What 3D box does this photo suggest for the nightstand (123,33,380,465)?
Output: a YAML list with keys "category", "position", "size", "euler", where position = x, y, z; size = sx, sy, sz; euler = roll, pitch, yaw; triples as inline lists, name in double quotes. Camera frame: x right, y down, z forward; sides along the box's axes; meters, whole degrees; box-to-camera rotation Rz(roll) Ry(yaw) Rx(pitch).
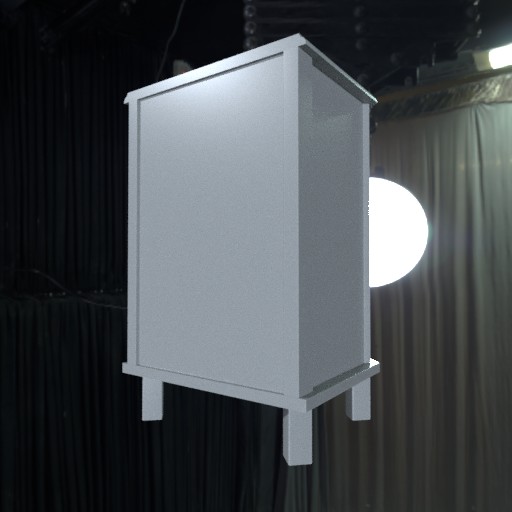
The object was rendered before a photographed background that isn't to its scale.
- category: "nightstand"
  position: [0.000, 0.000, 0.941]
  size: [0.435, 0.680, 0.348]
  euler: [-1, -1, 36]
